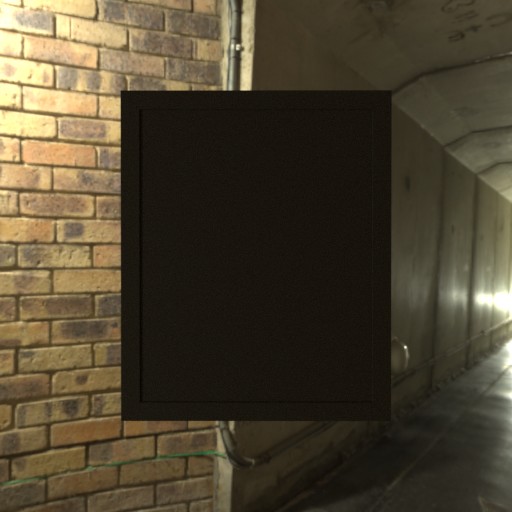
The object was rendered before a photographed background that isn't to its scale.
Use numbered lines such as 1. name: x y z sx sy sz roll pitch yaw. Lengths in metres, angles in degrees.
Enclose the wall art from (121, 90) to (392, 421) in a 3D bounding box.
1. wall art: 0.000 0.000 0.765 0.457 0.559 0.033 0 0 0
